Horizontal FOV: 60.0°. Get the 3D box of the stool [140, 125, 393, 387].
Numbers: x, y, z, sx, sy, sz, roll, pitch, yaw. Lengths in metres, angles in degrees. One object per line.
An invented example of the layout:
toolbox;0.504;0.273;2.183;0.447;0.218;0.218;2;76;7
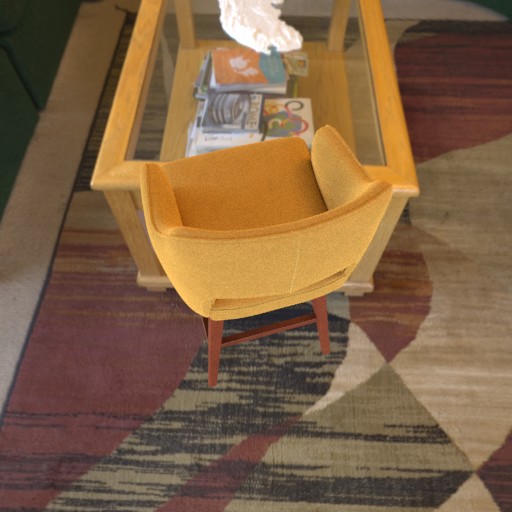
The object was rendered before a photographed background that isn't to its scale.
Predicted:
stool;0.000;0.000;1.333;0.548;1.012;0.558;-14;60;-8
